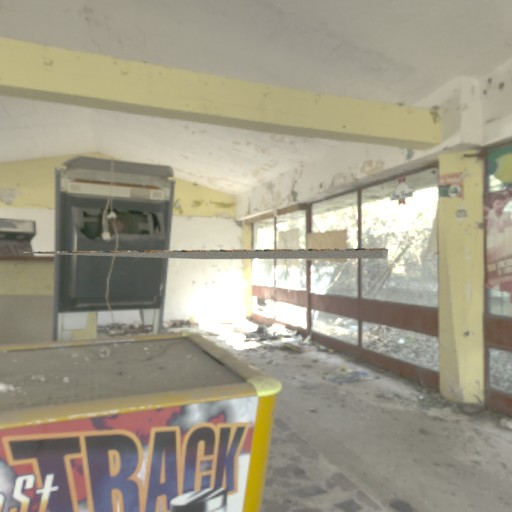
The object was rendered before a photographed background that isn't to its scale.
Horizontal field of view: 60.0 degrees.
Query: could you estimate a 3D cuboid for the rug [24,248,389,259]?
[{"bbox_3d":[0.000,0.000,3.478,1.971,0.010,2.651,0,-1,16],"label":"rug"}]
